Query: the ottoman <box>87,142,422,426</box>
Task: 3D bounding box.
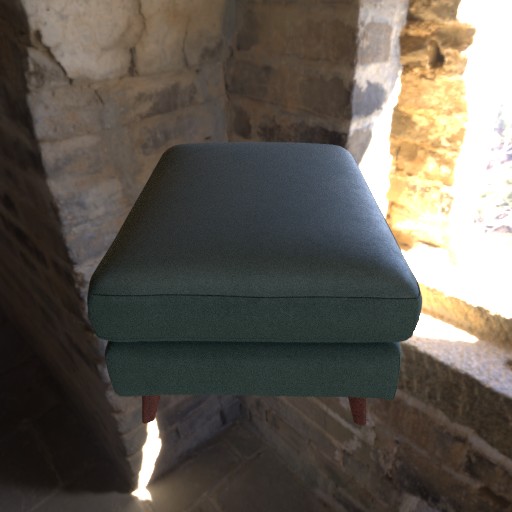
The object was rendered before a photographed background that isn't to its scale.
[{"bbox_3d":[0.000,0.000,1.168,0.608,0.449,0.811,0,32,1],"label":"ottoman"}]
